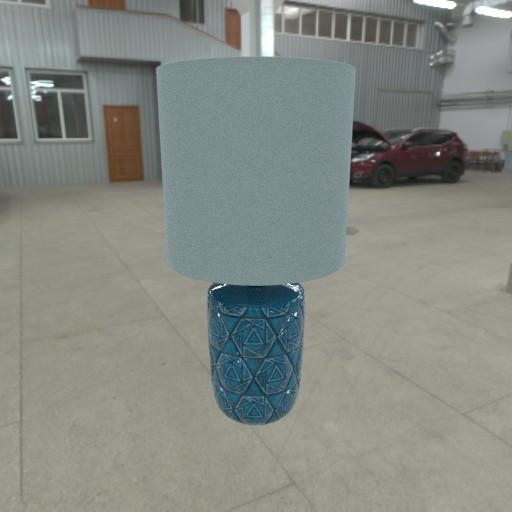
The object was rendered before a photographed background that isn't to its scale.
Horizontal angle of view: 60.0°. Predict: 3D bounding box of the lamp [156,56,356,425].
[{"bbox_3d":[0.000,0.000,0.488,0.193,0.377,0.193,8,18,26],"label":"lamp"}]
